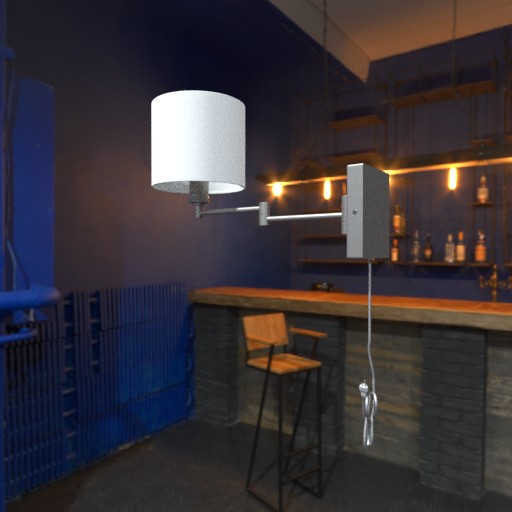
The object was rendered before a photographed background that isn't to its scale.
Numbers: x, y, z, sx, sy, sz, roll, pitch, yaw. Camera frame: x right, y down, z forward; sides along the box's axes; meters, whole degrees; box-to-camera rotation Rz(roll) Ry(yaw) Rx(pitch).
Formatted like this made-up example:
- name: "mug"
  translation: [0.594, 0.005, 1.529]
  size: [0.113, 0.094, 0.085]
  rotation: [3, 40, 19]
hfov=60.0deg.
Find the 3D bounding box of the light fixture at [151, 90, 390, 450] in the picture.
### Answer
- name: "light fixture"
  translation: [0.000, 0.000, 0.883]
  size: [0.516, 0.651, 0.203]
  rotation: [0, 1, 37]
